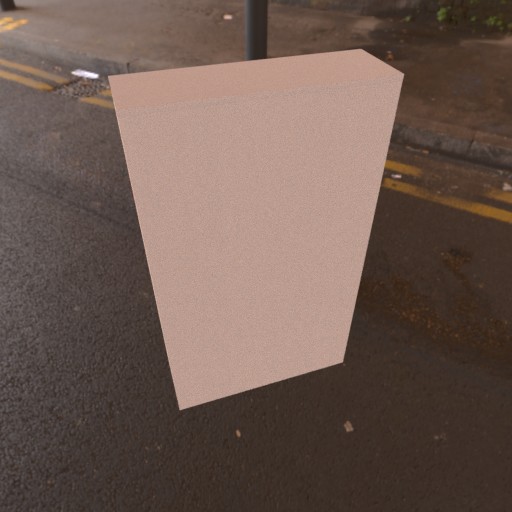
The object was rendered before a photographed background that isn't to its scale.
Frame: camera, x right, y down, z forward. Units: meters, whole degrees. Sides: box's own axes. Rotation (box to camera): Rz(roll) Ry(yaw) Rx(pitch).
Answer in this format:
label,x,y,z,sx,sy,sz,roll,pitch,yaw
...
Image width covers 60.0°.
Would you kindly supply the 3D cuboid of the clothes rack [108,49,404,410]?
label,x,y,z,sx,sy,sz,roll,pitch,yaw
clothes rack,0.000,0.000,1.599,0.750,1.280,0.250,-12,42,-14
